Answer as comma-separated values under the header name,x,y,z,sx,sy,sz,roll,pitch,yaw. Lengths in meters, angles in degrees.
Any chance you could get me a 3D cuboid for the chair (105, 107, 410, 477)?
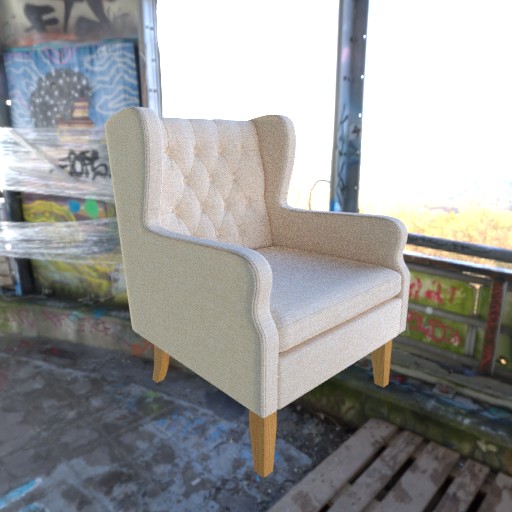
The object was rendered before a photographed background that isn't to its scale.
name,x,y,z,sx,sy,sz,roll,pitch,yaw
chair,0.000,0.000,1.473,0.710,0.930,0.760,-15,21,-43
